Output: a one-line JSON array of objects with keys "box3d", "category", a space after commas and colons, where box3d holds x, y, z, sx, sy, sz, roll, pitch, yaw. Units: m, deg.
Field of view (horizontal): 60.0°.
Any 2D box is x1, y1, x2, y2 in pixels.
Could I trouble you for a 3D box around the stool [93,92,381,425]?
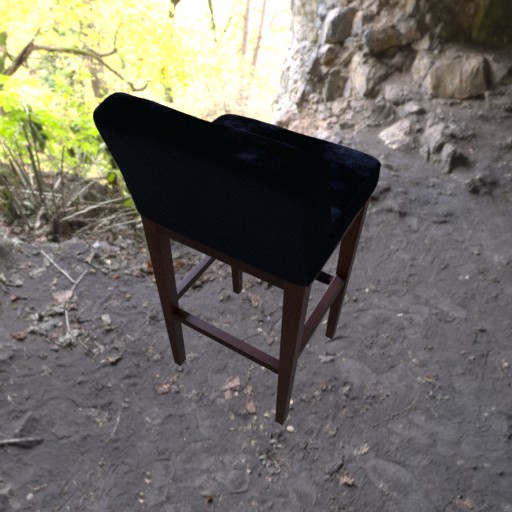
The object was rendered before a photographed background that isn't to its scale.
[{"box3d": [0.000, 0.000, 1.313, 0.511, 1.037, 0.500, 24, 50, 21], "category": "stool"}]
